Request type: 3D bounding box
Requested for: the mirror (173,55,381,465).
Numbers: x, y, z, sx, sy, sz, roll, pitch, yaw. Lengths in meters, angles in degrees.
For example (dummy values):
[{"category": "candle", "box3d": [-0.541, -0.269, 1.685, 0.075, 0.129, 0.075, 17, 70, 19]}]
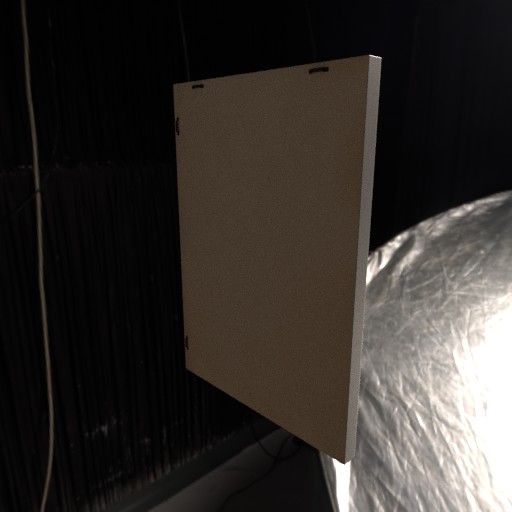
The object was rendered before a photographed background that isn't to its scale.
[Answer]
[{"category": "mirror", "box3d": [0.000, 0.000, 0.925, 0.039, 0.710, 0.507, -14, 20, -42]}]
